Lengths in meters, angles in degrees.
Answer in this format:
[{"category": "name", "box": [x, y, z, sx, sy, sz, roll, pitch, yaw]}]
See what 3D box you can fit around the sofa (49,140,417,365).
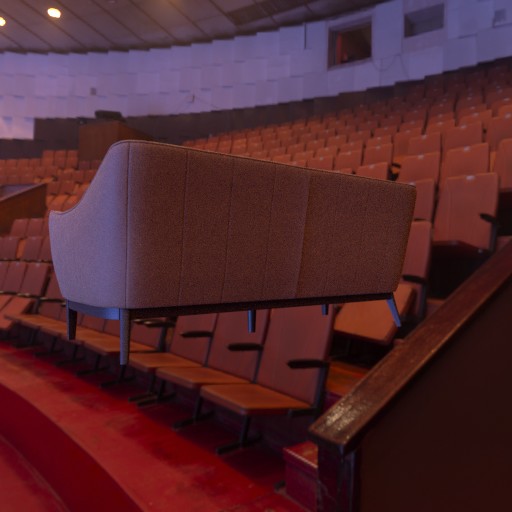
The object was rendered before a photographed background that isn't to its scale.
[{"category": "sofa", "box": [0.000, 0.000, 2.391, 1.928, 0.830, 0.869, 0, -1, -36]}]
